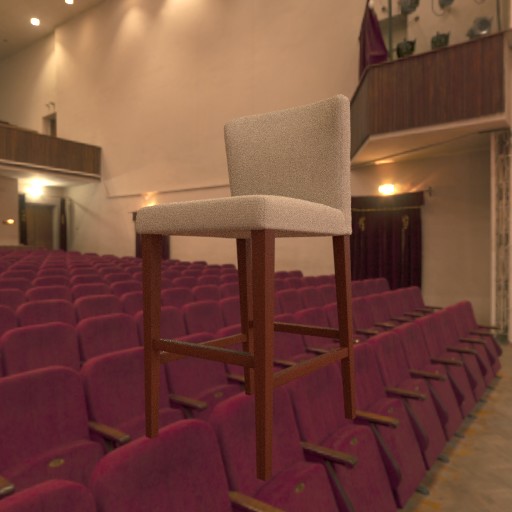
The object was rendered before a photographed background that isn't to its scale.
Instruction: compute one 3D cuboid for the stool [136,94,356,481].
[{"bbox_3d":[0.000,0.000,1.384,0.481,1.069,0.568,0,0,36],"label":"stool"}]
